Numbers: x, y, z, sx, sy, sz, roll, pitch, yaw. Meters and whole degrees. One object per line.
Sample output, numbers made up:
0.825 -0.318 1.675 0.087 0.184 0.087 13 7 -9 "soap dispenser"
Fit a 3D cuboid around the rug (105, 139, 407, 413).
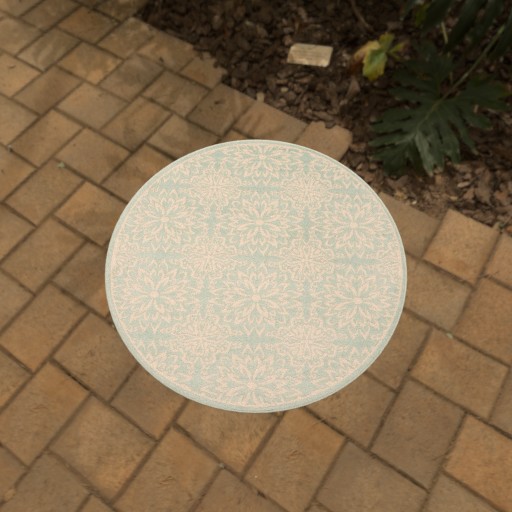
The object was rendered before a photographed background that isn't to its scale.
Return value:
0.000 0.000 2.363 1.593 0.012 1.593 0 64 0 "rug"
